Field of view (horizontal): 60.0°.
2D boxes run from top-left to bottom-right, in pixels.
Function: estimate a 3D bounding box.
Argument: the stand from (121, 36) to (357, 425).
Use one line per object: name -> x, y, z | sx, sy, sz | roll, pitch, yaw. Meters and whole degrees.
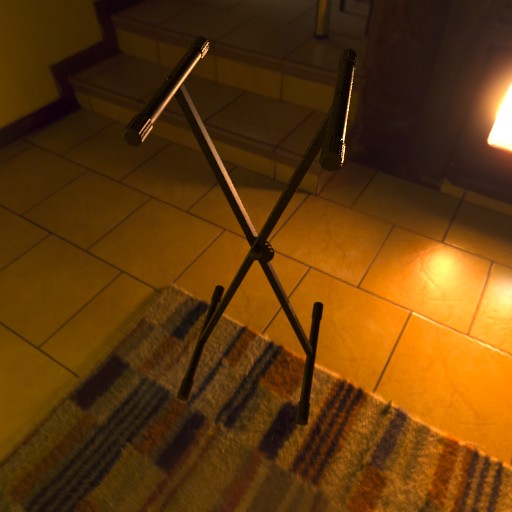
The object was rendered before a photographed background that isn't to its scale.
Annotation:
stand -> 0.000, 0.000, 1.168 | 0.409, 0.940, 0.449 | 9, 47, 8
